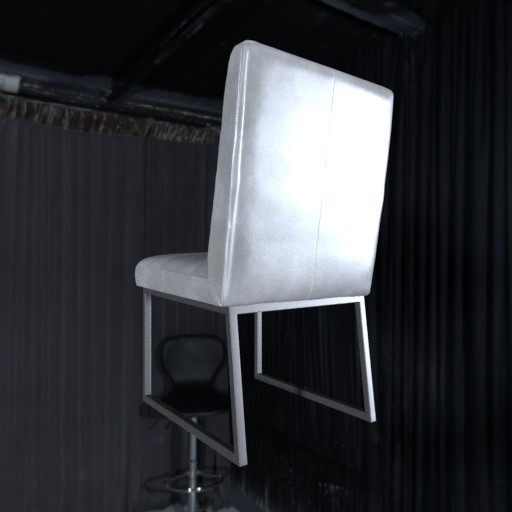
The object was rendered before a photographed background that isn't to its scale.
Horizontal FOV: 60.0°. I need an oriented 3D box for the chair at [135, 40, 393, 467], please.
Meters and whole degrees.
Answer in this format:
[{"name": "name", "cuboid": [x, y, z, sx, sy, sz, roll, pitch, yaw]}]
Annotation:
[{"name": "chair", "cuboid": [0.000, 0.000, 1.318, 0.520, 0.930, 0.634, 0, 0, -36]}]
